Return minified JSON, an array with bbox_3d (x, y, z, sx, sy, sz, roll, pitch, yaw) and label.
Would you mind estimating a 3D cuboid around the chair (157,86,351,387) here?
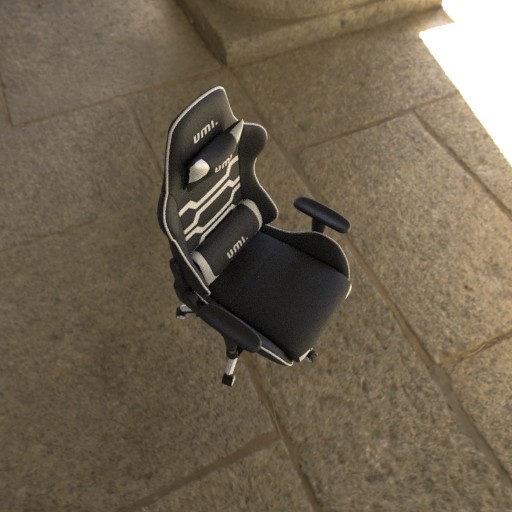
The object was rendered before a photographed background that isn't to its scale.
[{"bbox_3d":[0.000,0.000,1.683,0.700,1.240,0.700,32,64,18],"label":"chair"}]
